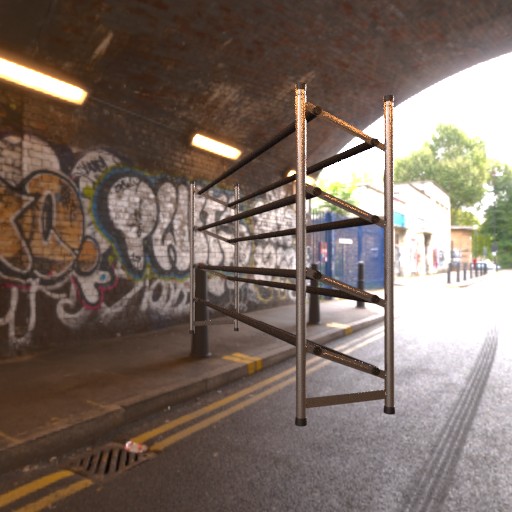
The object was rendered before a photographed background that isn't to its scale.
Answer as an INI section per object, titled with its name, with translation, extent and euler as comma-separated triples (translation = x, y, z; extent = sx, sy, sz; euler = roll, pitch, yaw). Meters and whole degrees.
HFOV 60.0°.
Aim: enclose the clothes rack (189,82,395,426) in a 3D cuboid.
[clothes rack]
translation = 0.000, 0.000, 1.448
extent = 0.229, 0.672, 1.168
euler = 0, -1, -19
